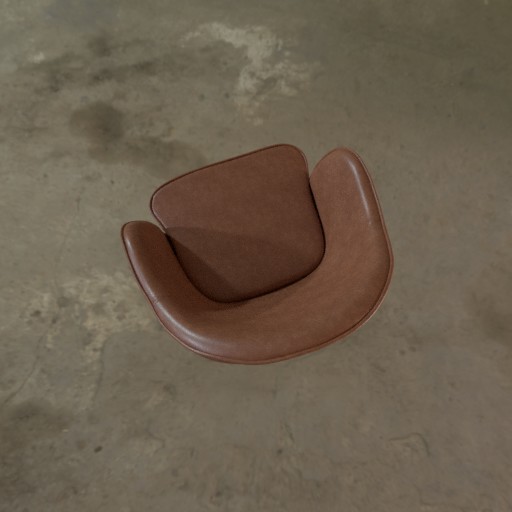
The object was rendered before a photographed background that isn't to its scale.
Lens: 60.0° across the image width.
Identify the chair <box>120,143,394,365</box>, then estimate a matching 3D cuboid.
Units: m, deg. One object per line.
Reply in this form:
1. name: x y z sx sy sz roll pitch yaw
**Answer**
1. chair: 0.000 0.000 1.204 0.582 0.785 0.580 -20 76 -5
